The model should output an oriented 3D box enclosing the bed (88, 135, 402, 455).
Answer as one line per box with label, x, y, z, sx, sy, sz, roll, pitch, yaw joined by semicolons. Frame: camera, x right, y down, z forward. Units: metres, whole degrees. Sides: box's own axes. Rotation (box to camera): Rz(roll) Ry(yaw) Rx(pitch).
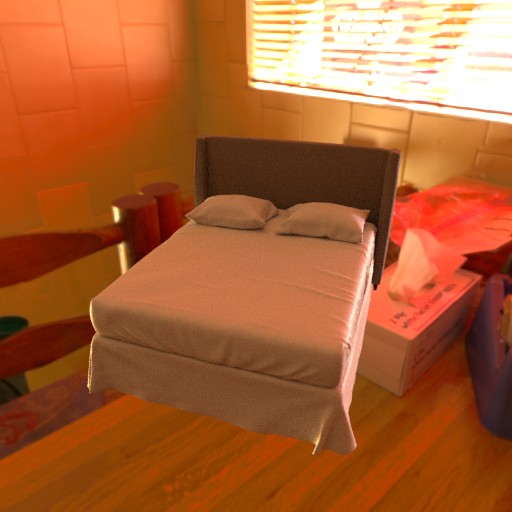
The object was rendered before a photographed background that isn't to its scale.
bed;0.000;0.000;3.453;1.925;1.332;2.276;9;28;16
